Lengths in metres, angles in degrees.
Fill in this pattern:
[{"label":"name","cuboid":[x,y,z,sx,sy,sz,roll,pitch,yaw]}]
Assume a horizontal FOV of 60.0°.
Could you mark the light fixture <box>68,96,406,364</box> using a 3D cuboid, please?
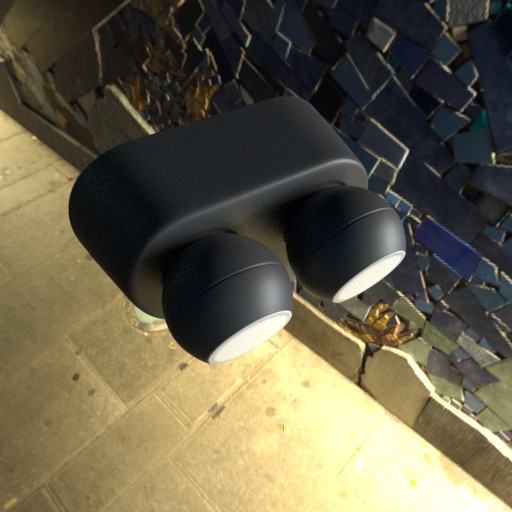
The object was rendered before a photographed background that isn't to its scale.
[{"label":"light fixture","cuboid":[0.000,0.000,0.343,0.229,0.159,0.159,-24,52,-20]}]
